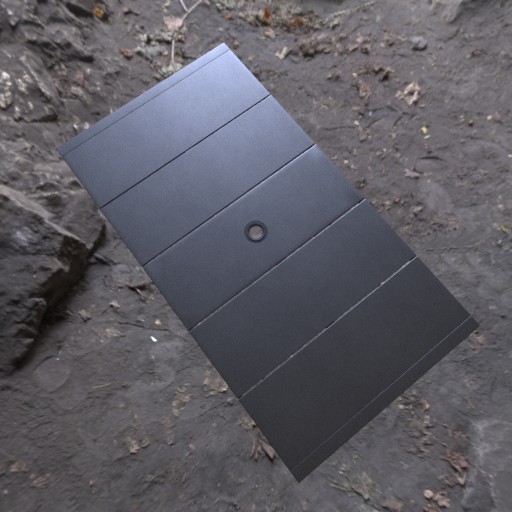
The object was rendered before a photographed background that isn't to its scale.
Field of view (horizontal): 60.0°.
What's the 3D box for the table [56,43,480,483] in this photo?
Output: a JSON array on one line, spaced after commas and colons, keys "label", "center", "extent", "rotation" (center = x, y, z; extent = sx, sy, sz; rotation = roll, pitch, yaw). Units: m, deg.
[{"label": "table", "center": [0.000, 0.000, 2.181], "extent": [0.914, 0.735, 1.680], "rotation": [-37, 77, -10]}]
